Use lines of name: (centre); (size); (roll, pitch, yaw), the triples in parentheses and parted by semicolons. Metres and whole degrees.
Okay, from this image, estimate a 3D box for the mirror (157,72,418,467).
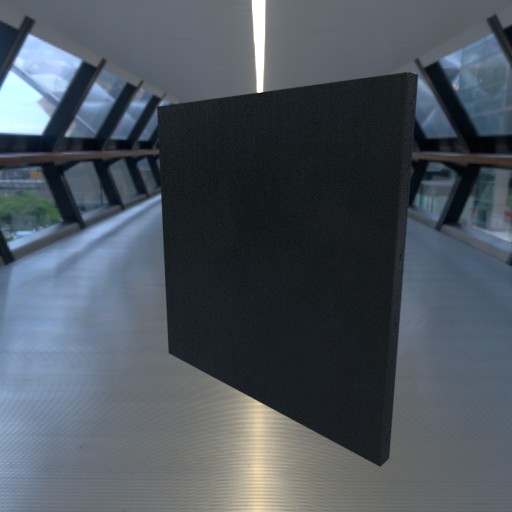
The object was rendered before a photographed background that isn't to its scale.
mirror: (0.000, 0.000, 0.551); (0.382, 0.381, 0.020); (12, 18, 44)
